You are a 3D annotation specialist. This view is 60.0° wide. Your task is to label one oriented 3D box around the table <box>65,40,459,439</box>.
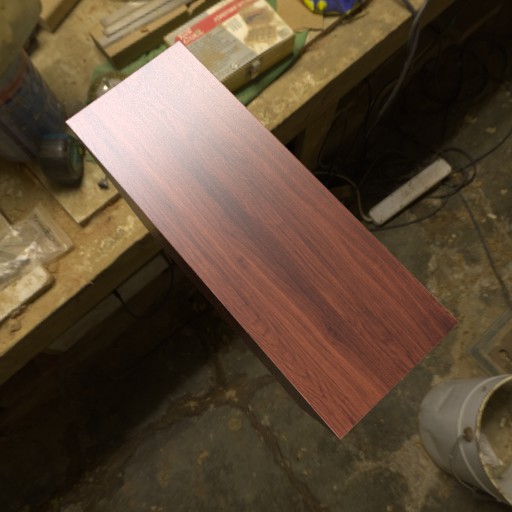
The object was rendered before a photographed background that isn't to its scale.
[{"bbox_3d":[0.000,0.000,1.367,0.380,0.790,0.930,-40,79,-10],"label":"table"}]
